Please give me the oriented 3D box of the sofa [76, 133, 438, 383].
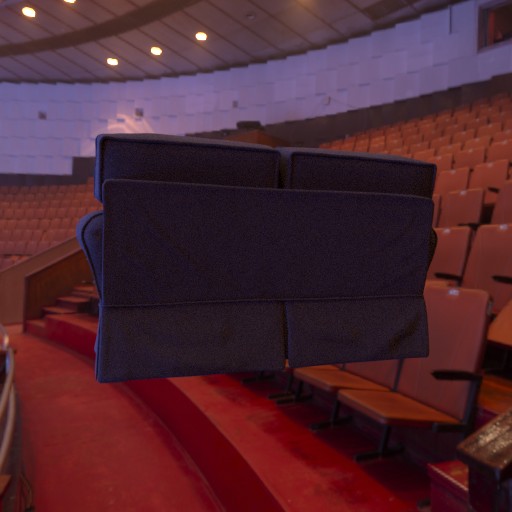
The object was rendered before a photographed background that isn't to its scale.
[{"bbox_3d":[0.000,0.000,2.415,1.801,1.059,0.997,0,-1,-18],"label":"sofa"}]
